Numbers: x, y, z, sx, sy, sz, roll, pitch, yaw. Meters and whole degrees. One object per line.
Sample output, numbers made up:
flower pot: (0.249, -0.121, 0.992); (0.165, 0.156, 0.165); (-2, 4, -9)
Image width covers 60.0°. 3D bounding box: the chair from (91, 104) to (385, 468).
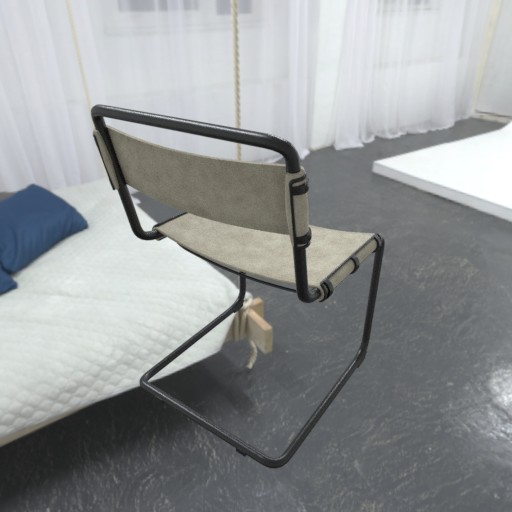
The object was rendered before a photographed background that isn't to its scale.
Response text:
chair: (0.000, 0.000, 1.086); (0.499, 0.747, 0.497); (19, 35, 30)
